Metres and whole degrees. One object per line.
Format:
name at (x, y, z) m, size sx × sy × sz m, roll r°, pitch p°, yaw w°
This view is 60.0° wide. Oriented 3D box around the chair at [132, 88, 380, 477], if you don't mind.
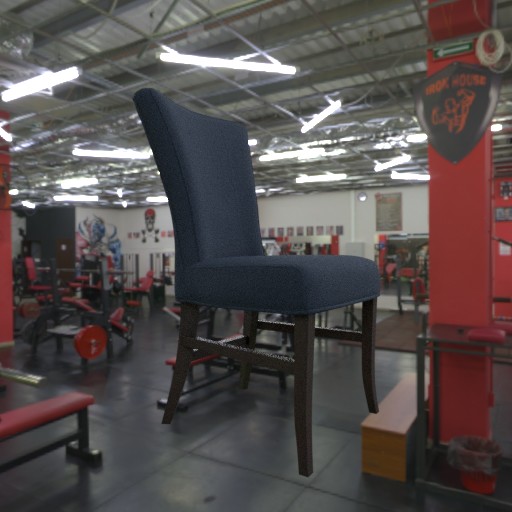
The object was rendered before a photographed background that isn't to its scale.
chair at (0.000, 0.000, 1.370) m, size 0.660 × 0.991 × 0.520 m, roll 1°, pitch 1°, yaw 34°
